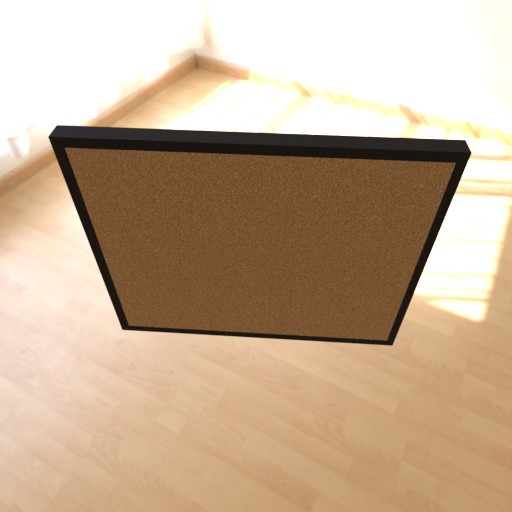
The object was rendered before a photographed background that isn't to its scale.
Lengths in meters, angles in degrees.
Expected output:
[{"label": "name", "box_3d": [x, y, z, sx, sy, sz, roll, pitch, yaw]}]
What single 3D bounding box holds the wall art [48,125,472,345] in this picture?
[{"label": "wall art", "box_3d": [0.000, 0.000, 0.754, 0.554, 0.454, 0.030, 3, 46, 3]}]
